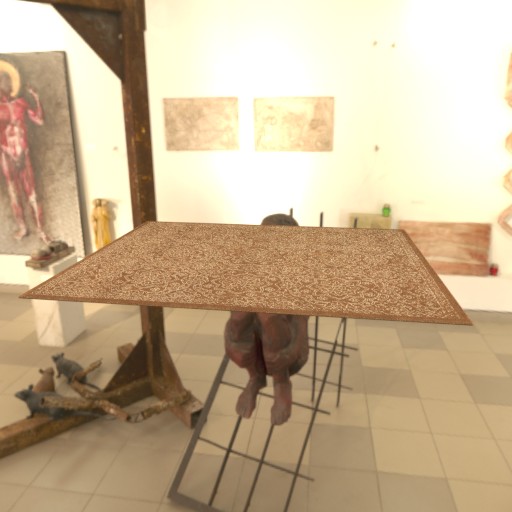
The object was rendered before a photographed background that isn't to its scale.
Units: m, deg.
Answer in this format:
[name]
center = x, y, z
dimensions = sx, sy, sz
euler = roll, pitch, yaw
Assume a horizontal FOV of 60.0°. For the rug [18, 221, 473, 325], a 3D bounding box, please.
[rug]
center = 0.000, 0.000, 4.074
dimensions = 3.050, 0.015, 2.441
euler = 2, 17, 8
